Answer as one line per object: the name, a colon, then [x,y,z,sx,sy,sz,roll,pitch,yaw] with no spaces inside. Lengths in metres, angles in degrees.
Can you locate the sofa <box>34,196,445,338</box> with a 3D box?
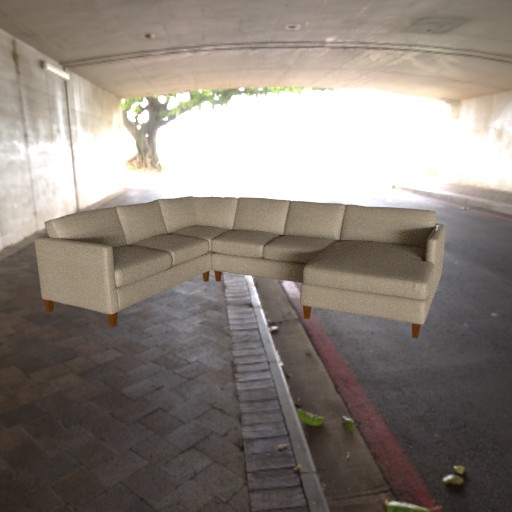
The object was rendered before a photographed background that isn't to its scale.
sofa: [0.000,0.000,4.597,3.460,0.961,2.594,7,15,26]
